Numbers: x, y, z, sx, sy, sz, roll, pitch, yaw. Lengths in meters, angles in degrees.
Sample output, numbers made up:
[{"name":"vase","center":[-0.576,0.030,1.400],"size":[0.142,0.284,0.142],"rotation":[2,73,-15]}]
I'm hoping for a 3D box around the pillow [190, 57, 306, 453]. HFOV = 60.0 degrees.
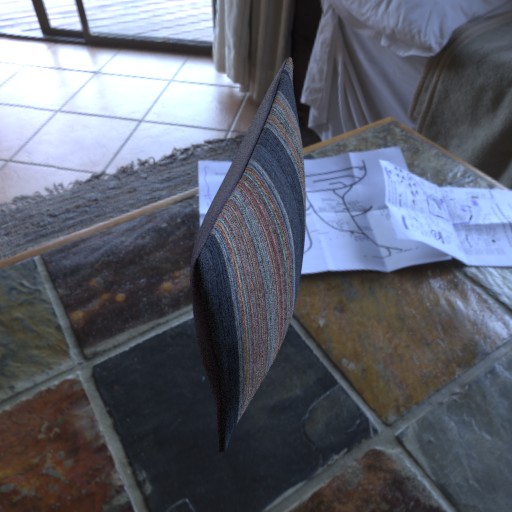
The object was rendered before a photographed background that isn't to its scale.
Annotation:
[{"name":"pillow","center":[0.000,0.000,0.657],"size":[0.136,0.419,0.437],"rotation":[10,47,9]}]
